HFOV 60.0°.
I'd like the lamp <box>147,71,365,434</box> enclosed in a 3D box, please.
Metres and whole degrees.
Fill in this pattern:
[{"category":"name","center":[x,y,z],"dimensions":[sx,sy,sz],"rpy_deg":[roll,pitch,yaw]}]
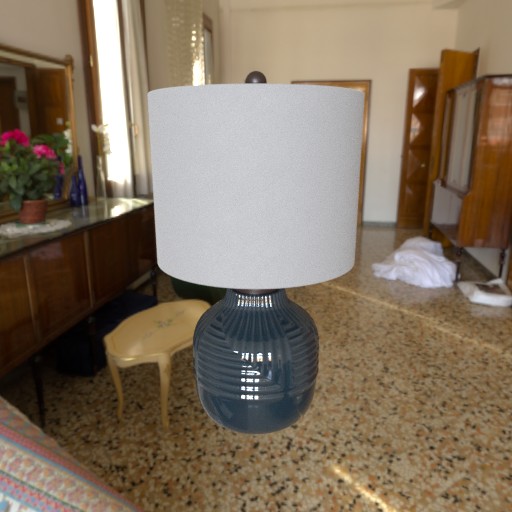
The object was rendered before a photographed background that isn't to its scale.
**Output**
[{"category":"lamp","center":[0.000,0.000,0.730],"dimensions":[0.318,0.567,0.318],"rpy_deg":[0,15,0]}]
